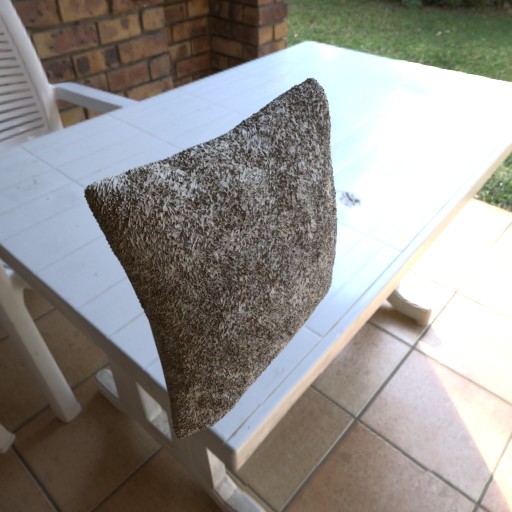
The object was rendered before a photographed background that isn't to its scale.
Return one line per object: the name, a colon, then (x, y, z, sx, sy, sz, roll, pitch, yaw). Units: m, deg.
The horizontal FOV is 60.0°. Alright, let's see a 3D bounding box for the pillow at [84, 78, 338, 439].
pillow: (0.000, 0.000, 0.816, 0.218, 0.515, 0.529, 25, 46, 27)
